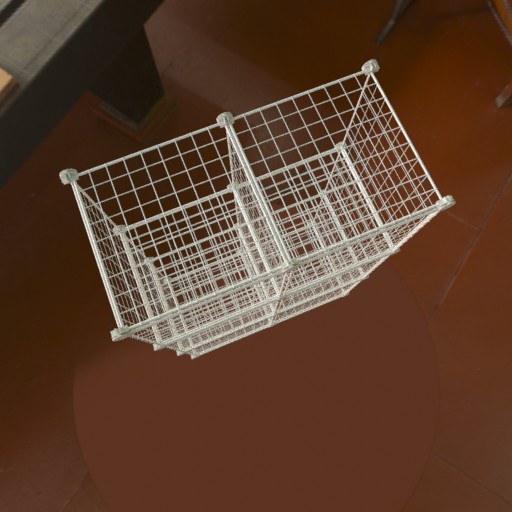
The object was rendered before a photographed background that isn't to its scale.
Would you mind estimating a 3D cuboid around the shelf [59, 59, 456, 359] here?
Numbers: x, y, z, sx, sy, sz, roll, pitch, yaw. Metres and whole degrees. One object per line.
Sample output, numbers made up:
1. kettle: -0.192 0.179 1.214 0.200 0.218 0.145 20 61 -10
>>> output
1. shelf: 0.000 0.000 1.389 0.711 1.067 0.356 -22 76 -6
